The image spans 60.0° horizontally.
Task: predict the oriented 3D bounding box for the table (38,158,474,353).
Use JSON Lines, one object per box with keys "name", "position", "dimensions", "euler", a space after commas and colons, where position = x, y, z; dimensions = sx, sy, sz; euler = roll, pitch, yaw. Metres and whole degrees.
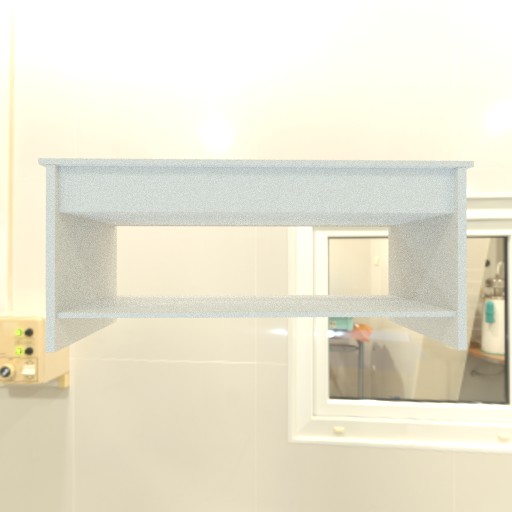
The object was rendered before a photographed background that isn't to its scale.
{"name": "table", "position": [0.000, 0.000, 1.265], "dimensions": [1.000, 0.441, 0.500], "euler": [0, 0, -2]}
